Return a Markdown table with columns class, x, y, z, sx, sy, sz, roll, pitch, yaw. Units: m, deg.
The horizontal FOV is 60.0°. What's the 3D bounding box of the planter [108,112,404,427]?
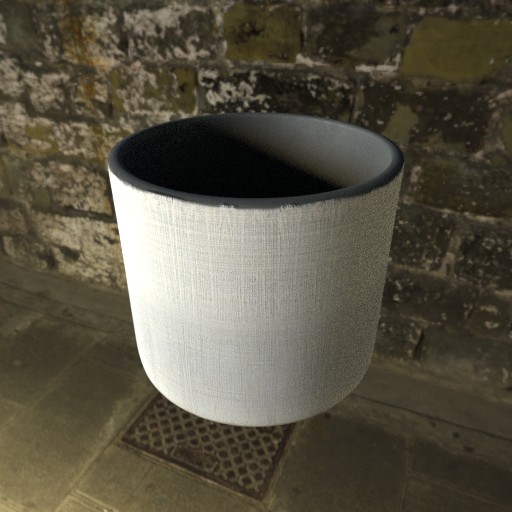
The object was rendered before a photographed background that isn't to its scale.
| class | x | y | z | sx | sy | sz | roll | pitch | yaw |
| --- | --- | --- | --- | --- | --- | --- | --- | --- | --- |
| planter | 0.000 | 0.000 | 0.394 | 0.226 | 0.201 | 0.226 | 0 | 31 | 0 |
